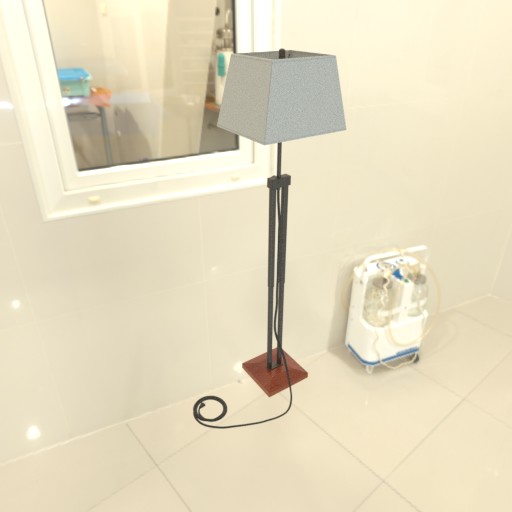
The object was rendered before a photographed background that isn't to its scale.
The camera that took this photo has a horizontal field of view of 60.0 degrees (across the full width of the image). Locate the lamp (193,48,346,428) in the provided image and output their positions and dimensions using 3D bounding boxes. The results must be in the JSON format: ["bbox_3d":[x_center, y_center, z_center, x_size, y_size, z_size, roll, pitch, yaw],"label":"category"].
[{"bbox_3d":[0.000,0.000,2.037,0.745,1.712,0.472,-18,34,-29],"label":"lamp"}]
